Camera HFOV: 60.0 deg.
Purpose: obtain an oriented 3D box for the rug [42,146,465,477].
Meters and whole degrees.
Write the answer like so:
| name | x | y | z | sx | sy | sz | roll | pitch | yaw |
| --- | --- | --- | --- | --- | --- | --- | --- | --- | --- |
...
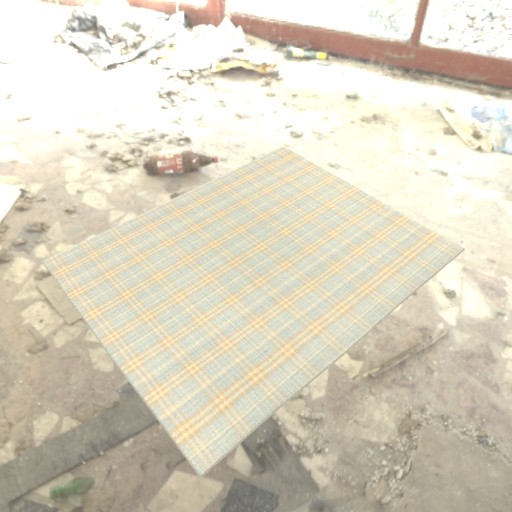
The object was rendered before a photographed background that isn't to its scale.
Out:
| name | x | y | z | sx | sy | sz | roll | pitch | yaw |
| --- | --- | --- | --- | --- | --- | --- | --- | --- | --- |
| rug | 0.000 | 0.000 | 4.080 | 3.066 | 0.030 | 2.462 | -32 | 53 | -28 |
